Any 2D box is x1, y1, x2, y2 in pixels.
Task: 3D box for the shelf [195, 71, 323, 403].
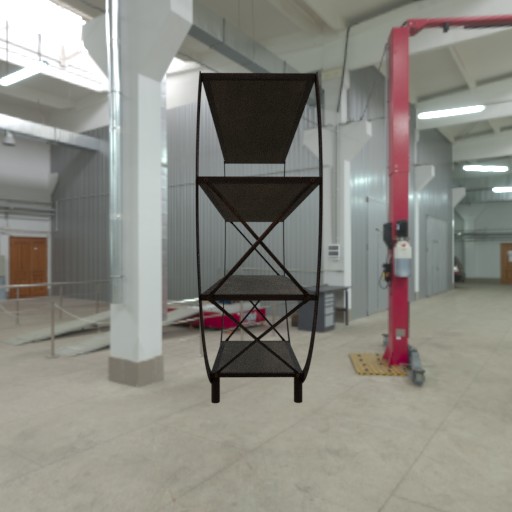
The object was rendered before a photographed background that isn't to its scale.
[{"bbox_3d":[0.000,0.000,1.881,0.344,1.063,1.403,0,0,-1],"label":"shelf"}]
